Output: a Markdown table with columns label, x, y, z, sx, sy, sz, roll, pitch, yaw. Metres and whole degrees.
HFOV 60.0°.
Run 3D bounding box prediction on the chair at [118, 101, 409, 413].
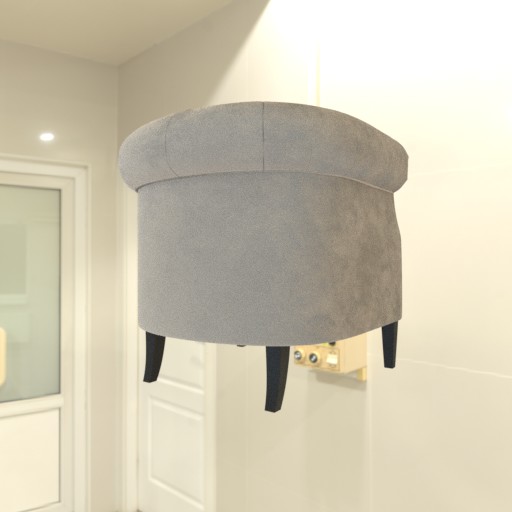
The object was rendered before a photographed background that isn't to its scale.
| label | x | y | z | sx | sy | sz | roll | pitch | yaw |
| --- | --- | --- | --- | --- | --- | --- | --- | --- | --- |
| chair | 0.000 | 0.000 | 1.541 | 0.904 | 0.826 | 0.851 | 0 | 0 | 35 |
